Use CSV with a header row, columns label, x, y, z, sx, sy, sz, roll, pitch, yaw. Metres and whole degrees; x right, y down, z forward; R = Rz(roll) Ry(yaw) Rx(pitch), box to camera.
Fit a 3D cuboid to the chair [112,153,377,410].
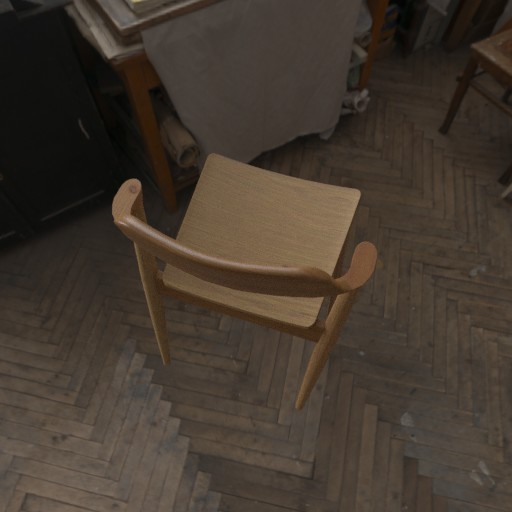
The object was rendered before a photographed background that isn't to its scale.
label,x,y,z,sx,sy,sz,roll,pitch,yaw
chair,0.000,0.000,1.116,0.512,0.792,0.499,16,62,9
